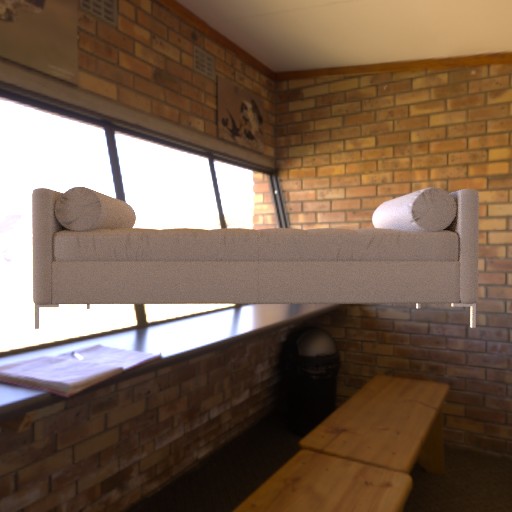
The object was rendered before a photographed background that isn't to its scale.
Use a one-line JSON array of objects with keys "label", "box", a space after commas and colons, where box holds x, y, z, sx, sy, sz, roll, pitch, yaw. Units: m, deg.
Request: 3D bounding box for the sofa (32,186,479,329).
[{"label": "sofa", "box": [0.000, 0.000, 2.295, 1.981, 0.635, 0.686, 0, 1, -1]}]
